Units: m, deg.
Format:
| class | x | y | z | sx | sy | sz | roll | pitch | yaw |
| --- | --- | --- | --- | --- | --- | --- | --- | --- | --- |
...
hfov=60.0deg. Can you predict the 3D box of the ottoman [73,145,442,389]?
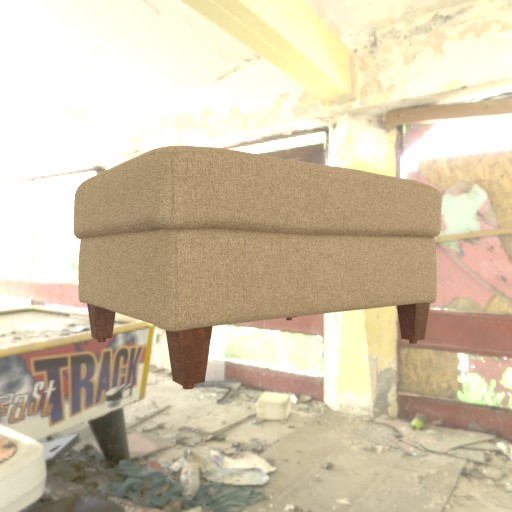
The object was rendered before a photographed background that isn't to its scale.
| class | x | y | z | sx | sy | sz | roll | pitch | yaw |
| --- | --- | --- | --- | --- | --- | --- | --- | --- | --- |
| ottoman | 0.000 | 0.000 | 1.308 | 0.889 | 0.511 | 0.692 | 0 | 0 | -36 |
